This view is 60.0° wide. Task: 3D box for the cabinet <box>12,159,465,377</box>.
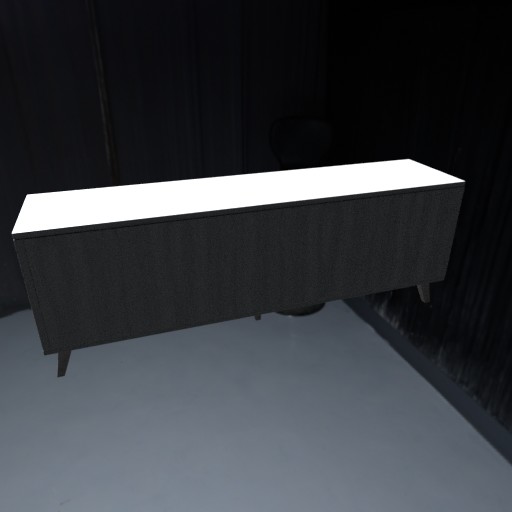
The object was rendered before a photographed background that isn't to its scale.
[{"bbox_3d":[0.000,0.000,2.442,2.198,0.779,0.499,-8,28,-16],"label":"cabinet"}]
